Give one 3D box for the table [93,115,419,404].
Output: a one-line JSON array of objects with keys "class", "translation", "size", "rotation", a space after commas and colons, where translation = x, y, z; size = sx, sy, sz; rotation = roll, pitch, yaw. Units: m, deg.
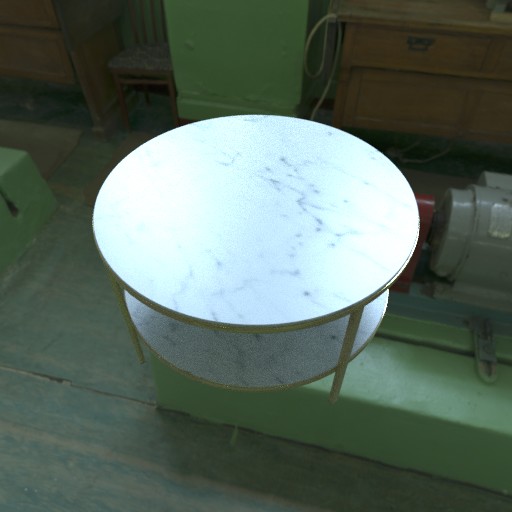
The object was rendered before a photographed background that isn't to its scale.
[{"class": "table", "translation": [0.000, 0.000, 1.276], "size": [0.800, 0.450, 0.800], "rotation": [0, 46, 0]}]
